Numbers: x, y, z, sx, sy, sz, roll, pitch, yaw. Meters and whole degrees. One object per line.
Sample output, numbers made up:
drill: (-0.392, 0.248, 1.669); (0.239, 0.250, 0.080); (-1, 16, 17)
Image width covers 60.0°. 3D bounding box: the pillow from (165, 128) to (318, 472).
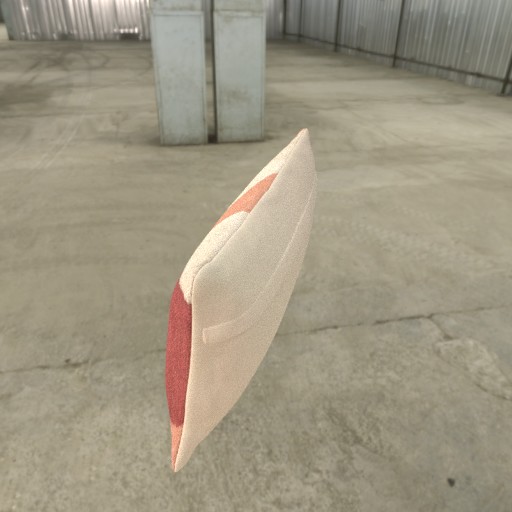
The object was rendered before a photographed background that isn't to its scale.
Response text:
pillow: (0.000, 0.000, 0.724); (0.155, 0.292, 0.609); (8, 30, 13)
